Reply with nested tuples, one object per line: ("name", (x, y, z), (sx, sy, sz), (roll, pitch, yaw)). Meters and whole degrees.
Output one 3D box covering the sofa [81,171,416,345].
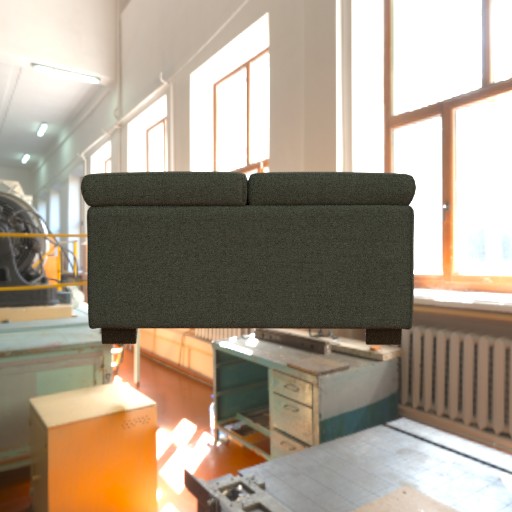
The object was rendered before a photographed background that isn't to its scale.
("sofa", (0.000, 0.000, 1.646), (0.817, 0.434, 1.250), (0, -1, 1))
